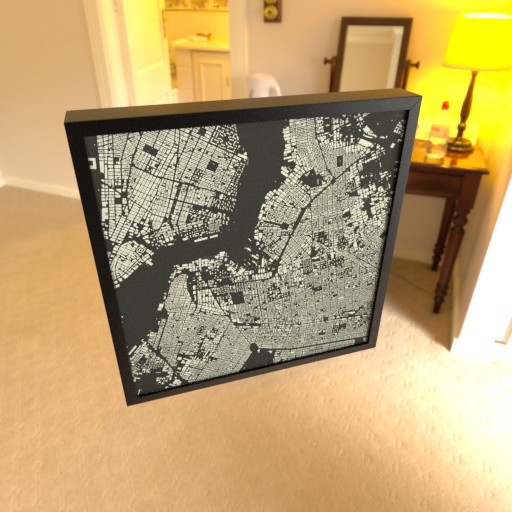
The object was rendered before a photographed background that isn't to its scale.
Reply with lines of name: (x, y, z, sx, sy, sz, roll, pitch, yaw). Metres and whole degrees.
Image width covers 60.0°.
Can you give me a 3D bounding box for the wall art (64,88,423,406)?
wall art: (0.000, 0.000, 0.447, 0.299, 0.299, 0.037, -9, 33, -15)
